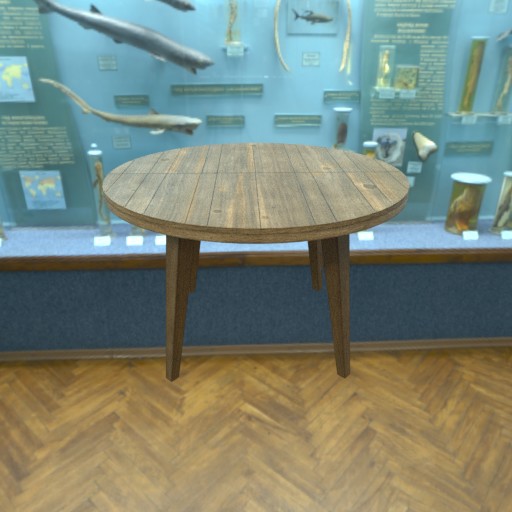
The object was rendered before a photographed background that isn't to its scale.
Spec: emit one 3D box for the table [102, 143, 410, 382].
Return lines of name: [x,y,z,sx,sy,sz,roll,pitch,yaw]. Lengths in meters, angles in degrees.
table: [0.000,0.000,1.998,1.213,0.764,1.213,0,26,0]
